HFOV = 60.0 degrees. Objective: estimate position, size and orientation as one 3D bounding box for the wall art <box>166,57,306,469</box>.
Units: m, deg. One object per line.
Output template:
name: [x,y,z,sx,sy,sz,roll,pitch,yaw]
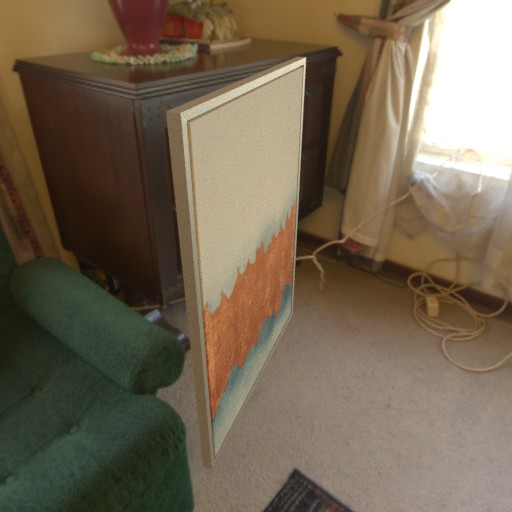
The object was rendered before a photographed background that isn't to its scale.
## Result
wall art: [0.000,0.000,1.372,0.034,1.042,0.789,12,33,18]
